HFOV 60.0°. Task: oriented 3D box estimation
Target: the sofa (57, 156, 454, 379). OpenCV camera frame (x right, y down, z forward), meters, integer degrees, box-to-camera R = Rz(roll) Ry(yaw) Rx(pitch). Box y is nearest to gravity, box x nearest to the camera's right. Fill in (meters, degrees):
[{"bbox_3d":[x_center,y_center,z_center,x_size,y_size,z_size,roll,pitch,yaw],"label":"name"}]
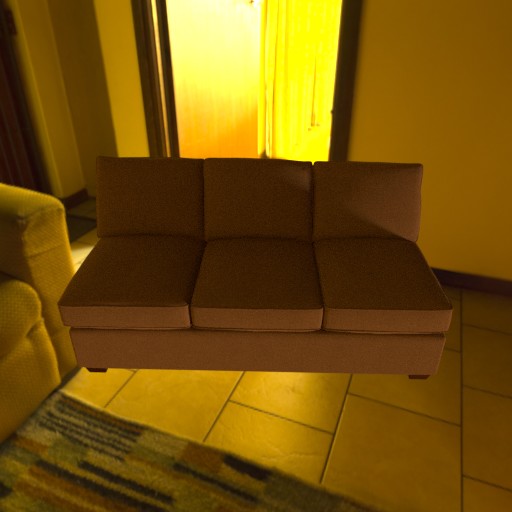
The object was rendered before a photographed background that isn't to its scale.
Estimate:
[{"bbox_3d":[0.000,0.000,2.750,2.092,1.036,1.127,1,30,1],"label":"sofa"}]
